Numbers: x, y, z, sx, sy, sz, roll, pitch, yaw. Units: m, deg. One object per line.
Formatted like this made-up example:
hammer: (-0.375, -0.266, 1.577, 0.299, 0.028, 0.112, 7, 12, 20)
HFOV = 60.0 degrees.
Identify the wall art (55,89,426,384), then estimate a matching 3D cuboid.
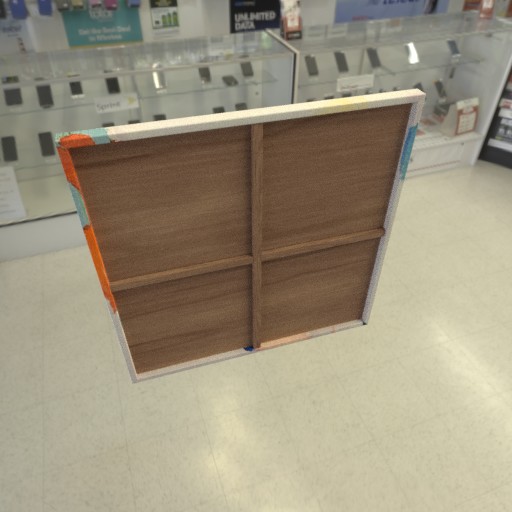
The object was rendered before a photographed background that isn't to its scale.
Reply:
wall art: (0.000, 0.000, 1.213, 0.814, 0.814, 0.037, -11, 42, -13)
